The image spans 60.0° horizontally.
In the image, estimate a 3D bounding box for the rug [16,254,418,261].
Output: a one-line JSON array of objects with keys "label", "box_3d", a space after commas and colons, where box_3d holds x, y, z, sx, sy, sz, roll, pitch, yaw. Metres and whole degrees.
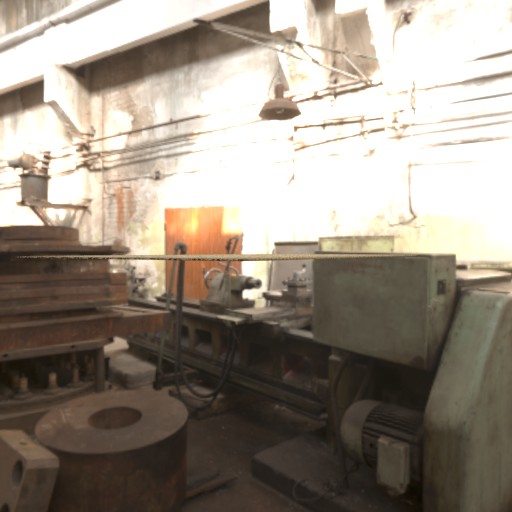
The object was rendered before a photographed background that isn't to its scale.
[{"label": "rug", "box_3d": [0.000, 0.000, 2.978, 1.544, 0.010, 2.435, 0, 1, 35]}]
